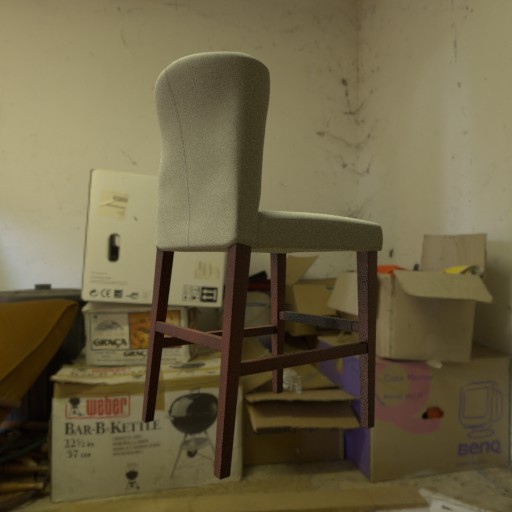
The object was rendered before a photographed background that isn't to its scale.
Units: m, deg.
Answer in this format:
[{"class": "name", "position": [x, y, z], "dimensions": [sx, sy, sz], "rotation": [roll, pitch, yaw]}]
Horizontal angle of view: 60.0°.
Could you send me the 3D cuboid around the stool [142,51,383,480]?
[{"class": "stool", "position": [0.000, 0.000, 1.283], "dimensions": [0.568, 0.968, 0.479], "rotation": [0, -1, -36]}]
